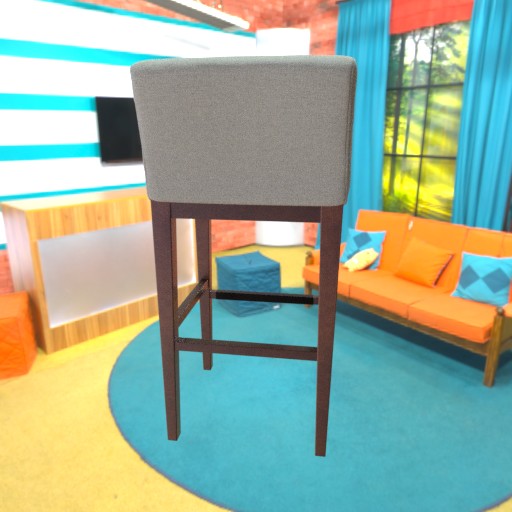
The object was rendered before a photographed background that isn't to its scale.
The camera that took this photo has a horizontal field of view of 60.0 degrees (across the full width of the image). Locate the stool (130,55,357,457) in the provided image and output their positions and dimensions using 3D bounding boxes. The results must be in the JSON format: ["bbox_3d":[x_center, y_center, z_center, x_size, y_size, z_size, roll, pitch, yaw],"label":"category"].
[{"bbox_3d":[0.000,0.000,1.315,0.511,1.037,0.500,2,16,8],"label":"stool"}]
